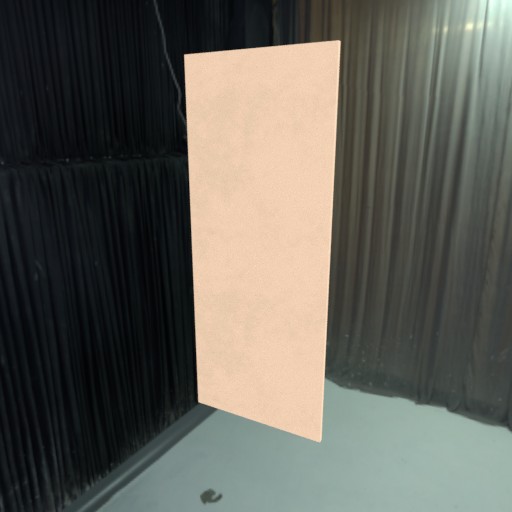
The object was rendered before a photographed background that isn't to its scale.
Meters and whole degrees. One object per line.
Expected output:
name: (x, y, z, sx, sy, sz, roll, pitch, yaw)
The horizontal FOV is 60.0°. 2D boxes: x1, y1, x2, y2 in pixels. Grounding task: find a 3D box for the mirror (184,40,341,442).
mirror: (0.000, 0.000, 2.366, 0.812, 2.031, 0.026, 8, 18, 27)
